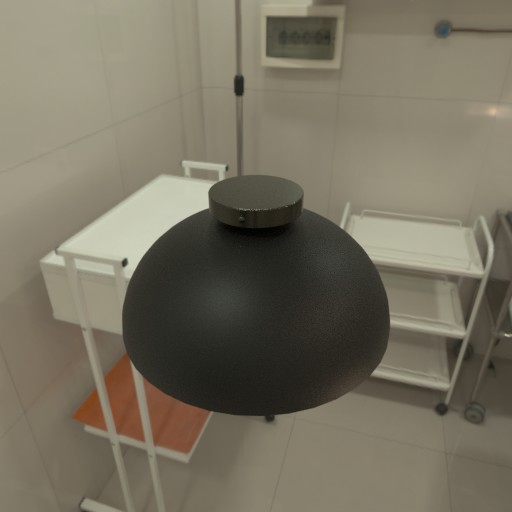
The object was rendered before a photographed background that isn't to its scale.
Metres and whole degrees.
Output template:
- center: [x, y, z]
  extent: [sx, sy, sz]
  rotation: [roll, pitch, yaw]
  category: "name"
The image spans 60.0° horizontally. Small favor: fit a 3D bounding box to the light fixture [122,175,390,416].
- center: [0.000, 0.000, 0.566]
  extent: [0.355, 0.177, 0.355]
  rotation: [0, 30, 0]
  category: "light fixture"
